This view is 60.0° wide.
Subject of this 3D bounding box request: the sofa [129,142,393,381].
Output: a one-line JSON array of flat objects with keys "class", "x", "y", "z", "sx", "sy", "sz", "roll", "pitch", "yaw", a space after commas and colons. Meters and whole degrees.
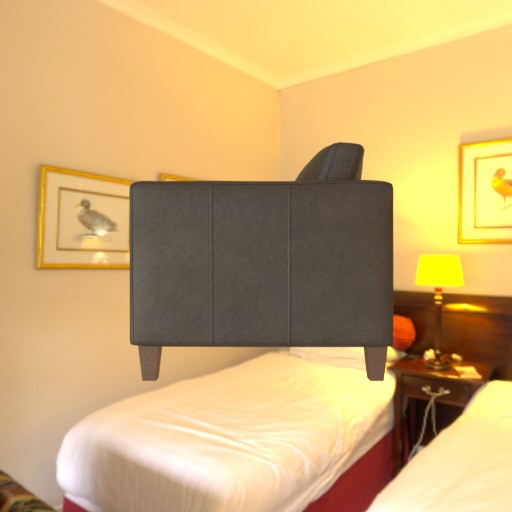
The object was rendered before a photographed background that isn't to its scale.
[{"class": "sofa", "x": 0.000, "y": 0.000, "z": 2.442, "sx": 0.933, "sy": 0.863, "sz": 1.971, "roll": 0, "pitch": 0, "yaw": 0}]
